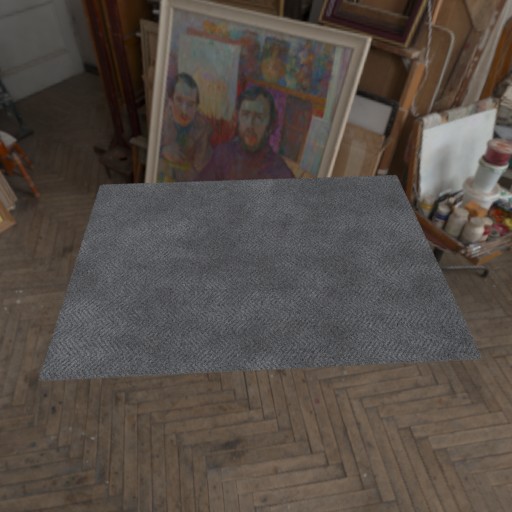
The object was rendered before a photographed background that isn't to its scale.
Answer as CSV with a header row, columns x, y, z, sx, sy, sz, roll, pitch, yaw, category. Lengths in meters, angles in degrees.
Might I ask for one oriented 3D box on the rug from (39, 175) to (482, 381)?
x,y,z,sx,sy,sz,roll,pitch,yaw,category
0.000,0.000,2.783,2.235,0.008,1.600,-2,46,-2,rug
